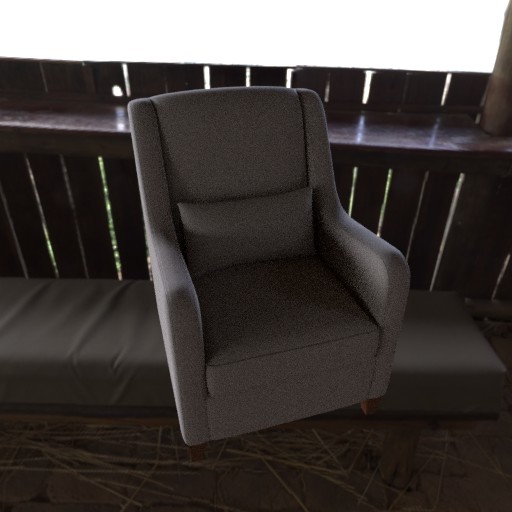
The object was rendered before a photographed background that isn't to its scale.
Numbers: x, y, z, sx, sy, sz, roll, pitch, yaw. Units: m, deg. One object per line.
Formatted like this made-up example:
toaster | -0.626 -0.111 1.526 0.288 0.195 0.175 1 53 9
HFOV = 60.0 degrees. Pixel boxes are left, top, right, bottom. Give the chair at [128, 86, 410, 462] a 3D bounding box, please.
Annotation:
chair | 0.000 0.000 1.583 0.715 1.010 0.863 -9 33 -15
